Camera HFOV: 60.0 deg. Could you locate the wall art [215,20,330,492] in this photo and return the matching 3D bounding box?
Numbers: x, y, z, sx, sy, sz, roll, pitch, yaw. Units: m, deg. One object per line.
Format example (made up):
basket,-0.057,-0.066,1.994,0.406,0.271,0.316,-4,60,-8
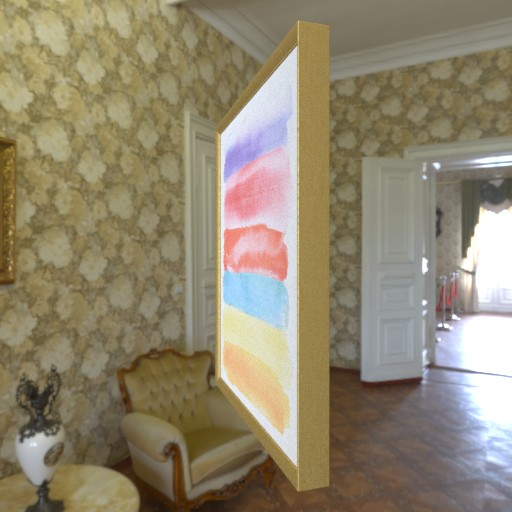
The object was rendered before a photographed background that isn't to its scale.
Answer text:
wall art,0.000,0.000,0.866,0.048,0.642,0.537,0,0,-17
